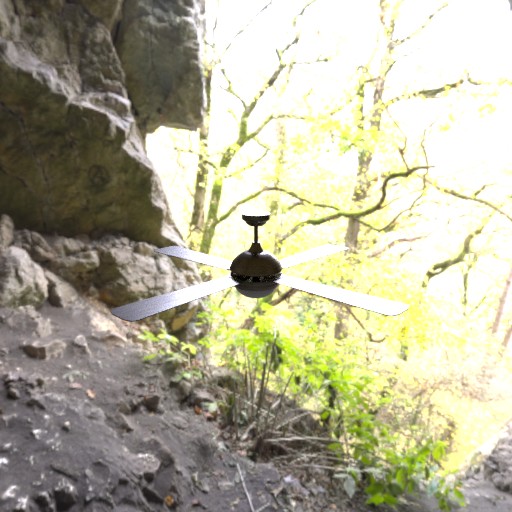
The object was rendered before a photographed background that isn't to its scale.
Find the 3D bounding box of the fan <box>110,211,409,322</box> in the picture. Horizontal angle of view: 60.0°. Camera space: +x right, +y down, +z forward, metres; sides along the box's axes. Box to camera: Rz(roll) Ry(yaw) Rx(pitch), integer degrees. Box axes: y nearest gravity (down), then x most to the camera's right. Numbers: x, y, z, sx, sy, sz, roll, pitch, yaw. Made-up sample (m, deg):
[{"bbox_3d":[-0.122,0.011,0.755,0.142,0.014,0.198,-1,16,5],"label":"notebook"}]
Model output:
[{"bbox_3d":[0.000,0.000,1.963,1.321,0.381,1.321,-7,16,-26],"label":"fan"}]
